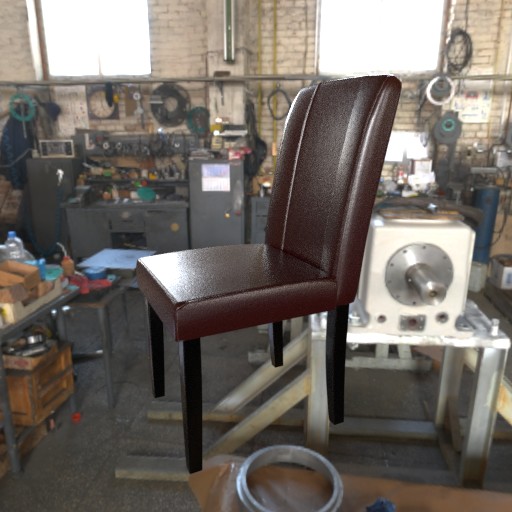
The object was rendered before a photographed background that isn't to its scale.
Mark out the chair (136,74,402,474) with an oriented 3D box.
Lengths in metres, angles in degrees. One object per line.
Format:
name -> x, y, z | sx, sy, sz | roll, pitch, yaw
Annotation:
chair -> 0.000, 0.000, 1.171 | 0.556, 0.897, 0.399 | -8, 17, -25
